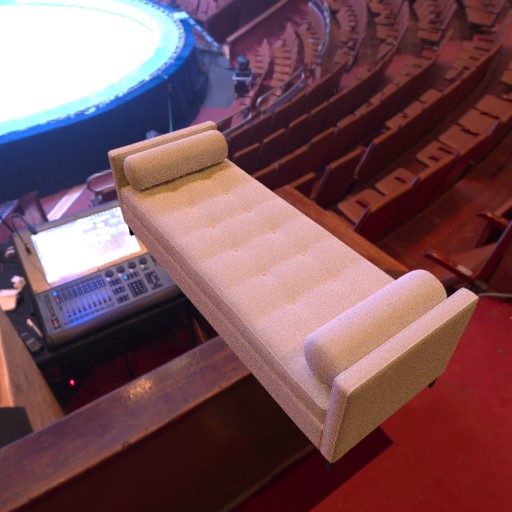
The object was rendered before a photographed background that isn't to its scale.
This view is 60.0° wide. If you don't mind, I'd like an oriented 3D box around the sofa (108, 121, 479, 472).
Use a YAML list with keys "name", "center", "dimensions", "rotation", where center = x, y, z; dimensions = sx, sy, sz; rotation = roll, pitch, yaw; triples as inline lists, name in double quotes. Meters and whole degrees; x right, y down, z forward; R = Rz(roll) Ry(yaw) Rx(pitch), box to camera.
- name: "sofa"
  center: [0.000, 0.000, 2.355]
  dimensions: [0.746, 0.641, 1.985]
  rotation: [-26, 48, -26]
